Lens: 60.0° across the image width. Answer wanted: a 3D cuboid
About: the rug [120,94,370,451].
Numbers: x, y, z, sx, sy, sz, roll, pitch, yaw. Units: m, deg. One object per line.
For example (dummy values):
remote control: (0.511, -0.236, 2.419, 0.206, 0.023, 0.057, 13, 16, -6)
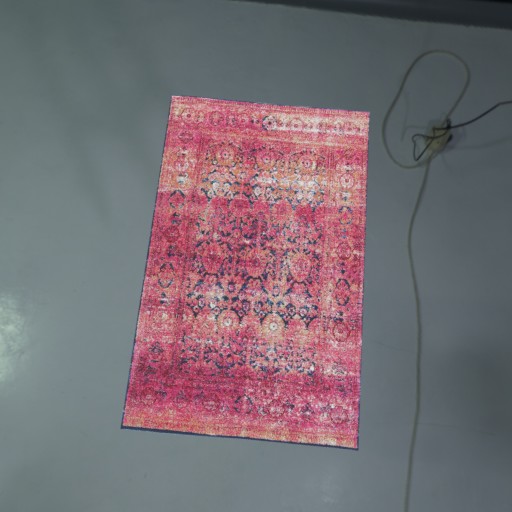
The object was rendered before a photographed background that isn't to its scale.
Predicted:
rug: (0.000, 0.000, 3.132, 1.539, 0.018, 2.449, 5, 76, 1)
